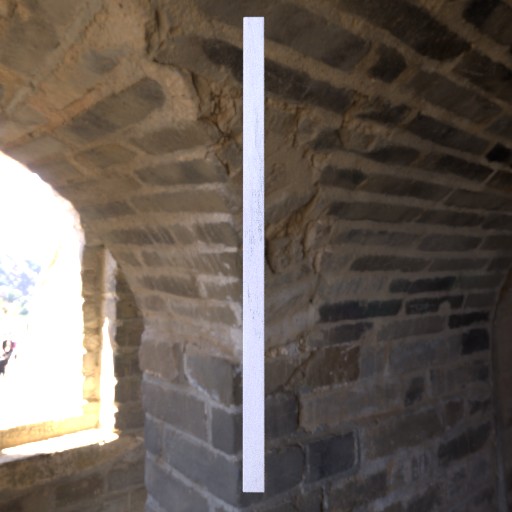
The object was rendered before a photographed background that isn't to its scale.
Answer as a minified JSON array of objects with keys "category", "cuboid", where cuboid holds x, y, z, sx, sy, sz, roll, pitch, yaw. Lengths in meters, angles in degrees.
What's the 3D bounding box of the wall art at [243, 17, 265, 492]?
[{"category":"wall art","cuboid":[0.000,0.000,1.163,0.043,0.914,0.624,0,-2,1]}]
